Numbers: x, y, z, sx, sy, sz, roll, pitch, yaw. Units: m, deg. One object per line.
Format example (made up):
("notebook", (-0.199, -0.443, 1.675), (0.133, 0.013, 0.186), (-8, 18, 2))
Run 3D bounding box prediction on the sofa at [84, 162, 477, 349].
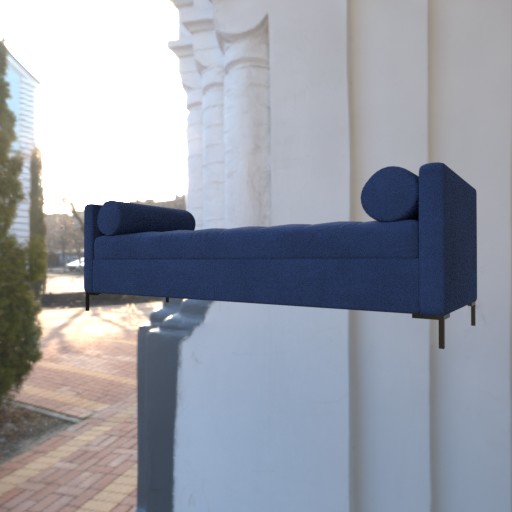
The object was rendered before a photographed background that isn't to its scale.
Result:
("sofa", (0.000, 0.000, 2.298), (1.981, 0.635, 0.686), (0, -1, 35))
